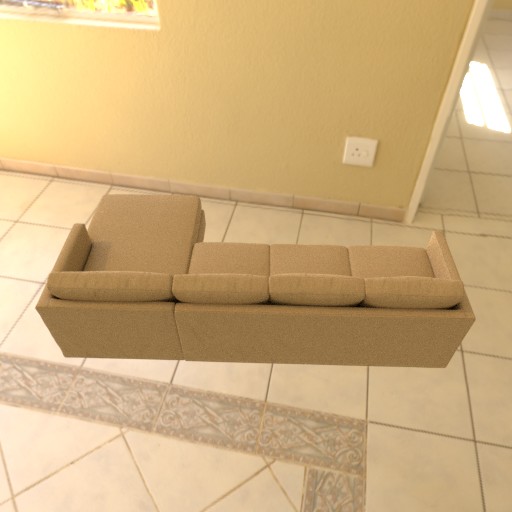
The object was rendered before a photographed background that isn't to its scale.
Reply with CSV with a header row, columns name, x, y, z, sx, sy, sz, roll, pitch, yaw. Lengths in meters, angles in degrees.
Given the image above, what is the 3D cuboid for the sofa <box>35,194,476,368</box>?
name,x,y,z,sx,sy,sz,roll,pitch,yaw
sofa,0.000,0.000,3.898,3.177,0.867,1.622,1,47,1
